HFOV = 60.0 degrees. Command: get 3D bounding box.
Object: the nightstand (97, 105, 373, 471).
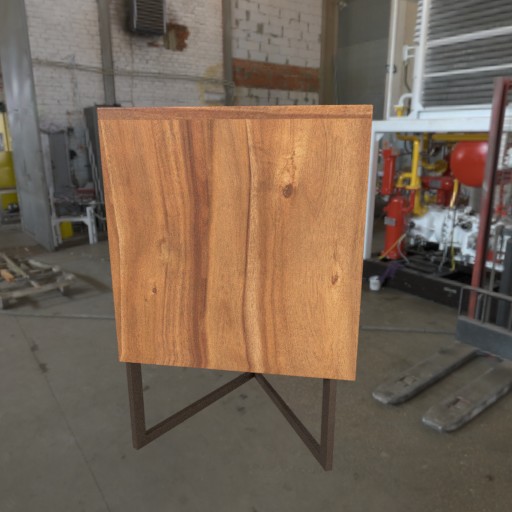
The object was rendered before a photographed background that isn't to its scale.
[{"bbox_3d":[0.000,0.000,1.018,0.427,0.615,0.613,2,15,9],"label":"nightstand"}]
